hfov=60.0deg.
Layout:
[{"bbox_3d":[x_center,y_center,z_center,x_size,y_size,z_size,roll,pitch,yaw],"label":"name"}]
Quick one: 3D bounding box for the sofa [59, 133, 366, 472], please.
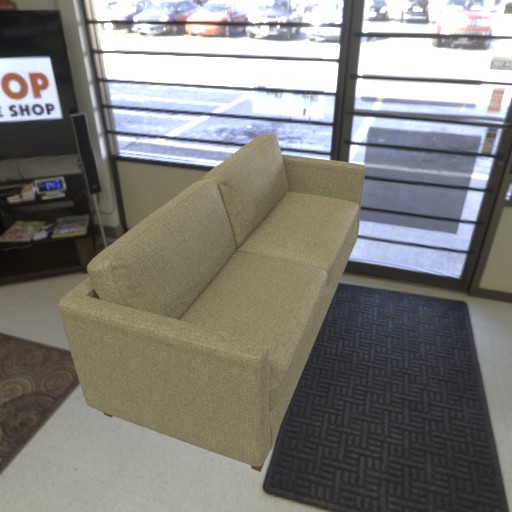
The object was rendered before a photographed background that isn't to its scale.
[{"bbox_3d":[0.000,0.000,2.700,0.956,0.960,2.208,11,33,18],"label":"sofa"}]
